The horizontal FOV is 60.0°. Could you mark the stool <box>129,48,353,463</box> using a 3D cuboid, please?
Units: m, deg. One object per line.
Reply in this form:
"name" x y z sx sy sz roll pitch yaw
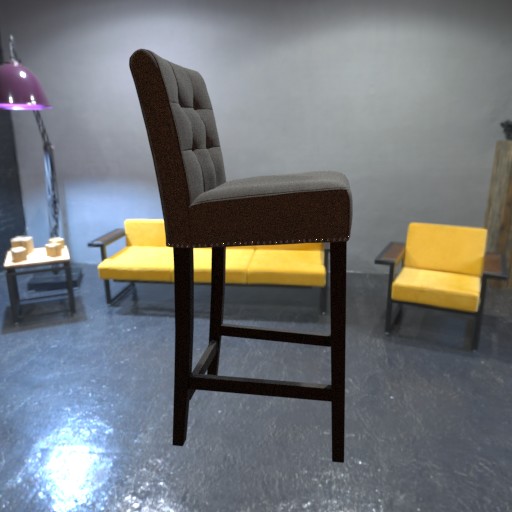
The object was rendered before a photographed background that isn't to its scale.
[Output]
"stool" 0.000 0.000 1.273 0.548 1.047 0.411 3 16 10
